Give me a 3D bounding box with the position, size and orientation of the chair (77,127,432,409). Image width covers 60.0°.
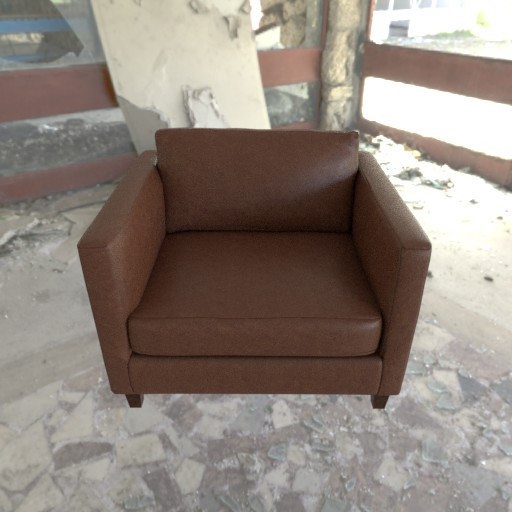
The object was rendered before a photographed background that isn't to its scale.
[{"bbox_3d":[0.000,0.000,1.852,1.107,0.917,0.959,0,31,0],"label":"chair"}]
